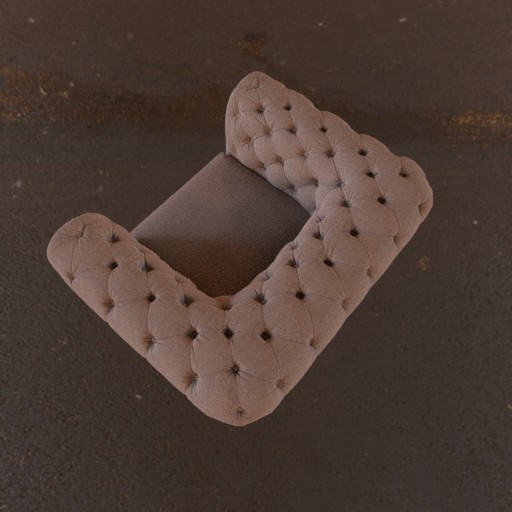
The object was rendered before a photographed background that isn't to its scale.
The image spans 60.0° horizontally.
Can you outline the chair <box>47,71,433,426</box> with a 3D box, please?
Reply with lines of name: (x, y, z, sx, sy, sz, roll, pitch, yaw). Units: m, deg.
chair: (0.000, 0.000, 1.940, 0.976, 0.770, 1.270, 37, 68, 17)
